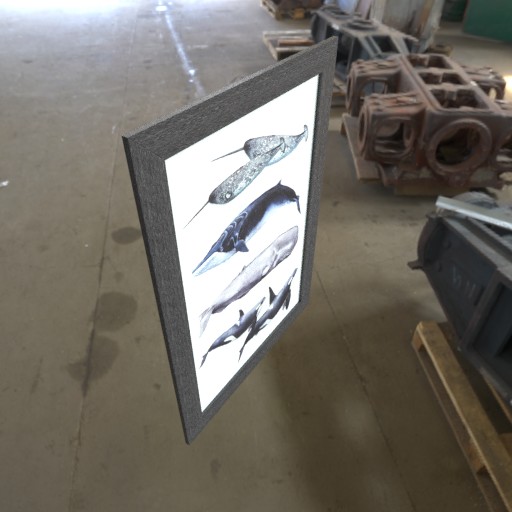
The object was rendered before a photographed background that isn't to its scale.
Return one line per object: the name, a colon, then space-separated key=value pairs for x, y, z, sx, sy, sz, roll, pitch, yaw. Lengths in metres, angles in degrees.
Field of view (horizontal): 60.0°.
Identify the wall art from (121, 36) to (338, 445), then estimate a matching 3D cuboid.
wall art: x=0.000 y=0.000 z=1.400 sx=0.016 sy=1.116 sz=0.810 roll=24 pitch=46 yaw=26
